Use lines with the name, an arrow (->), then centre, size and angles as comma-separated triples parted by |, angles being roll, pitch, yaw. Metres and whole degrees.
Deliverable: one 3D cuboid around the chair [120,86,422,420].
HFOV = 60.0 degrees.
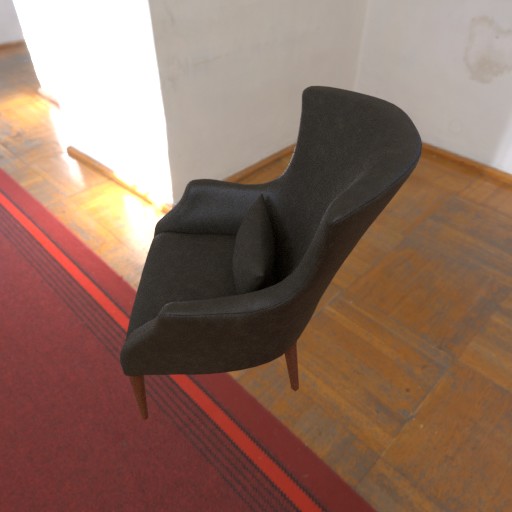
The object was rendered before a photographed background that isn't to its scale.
chair -> 0.000, 0.000, 1.680 | 0.954, 1.068, 0.819 | 0, 42, 0
